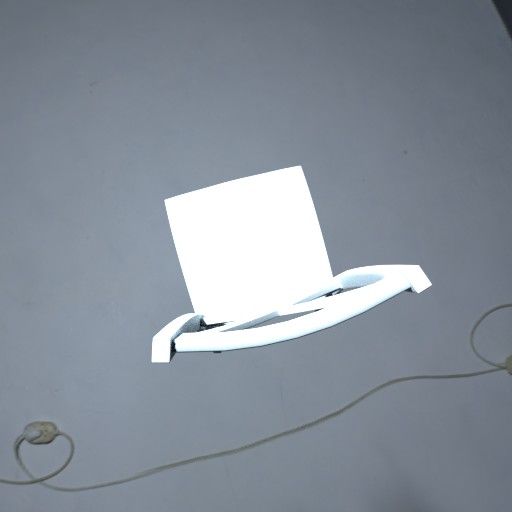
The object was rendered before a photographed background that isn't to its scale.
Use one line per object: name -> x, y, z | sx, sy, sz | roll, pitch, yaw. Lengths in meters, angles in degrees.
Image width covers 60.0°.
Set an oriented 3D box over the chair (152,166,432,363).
chair -> 0.000, 0.000, 1.270 | 0.485, 0.983, 0.542 | -15, 76, -4
